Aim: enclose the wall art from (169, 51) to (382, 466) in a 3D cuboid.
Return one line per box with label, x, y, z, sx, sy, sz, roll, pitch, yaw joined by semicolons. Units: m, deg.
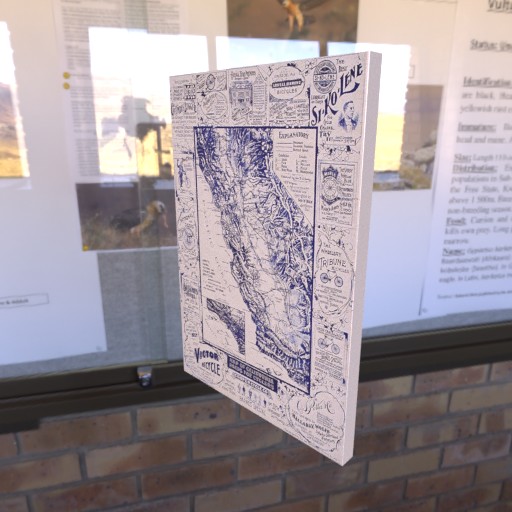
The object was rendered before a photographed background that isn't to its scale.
wall art;0.000;0.000;0.952;0.511;0.753;0.039;15;22;42
